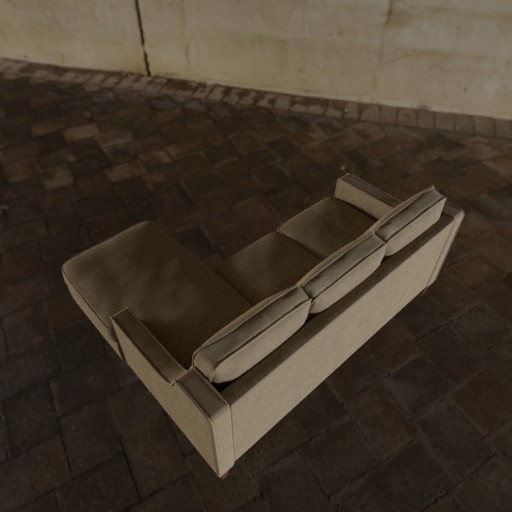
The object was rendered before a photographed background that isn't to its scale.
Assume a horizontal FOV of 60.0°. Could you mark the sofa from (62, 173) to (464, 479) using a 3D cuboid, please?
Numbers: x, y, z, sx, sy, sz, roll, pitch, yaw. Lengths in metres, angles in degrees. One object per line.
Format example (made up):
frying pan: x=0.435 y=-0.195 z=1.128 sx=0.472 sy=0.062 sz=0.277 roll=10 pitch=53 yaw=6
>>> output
sofa: x=0.000 y=0.000 z=3.306 sx=2.317 sy=1.066 sz=1.858 roll=-33 pitch=54 yaw=-28
